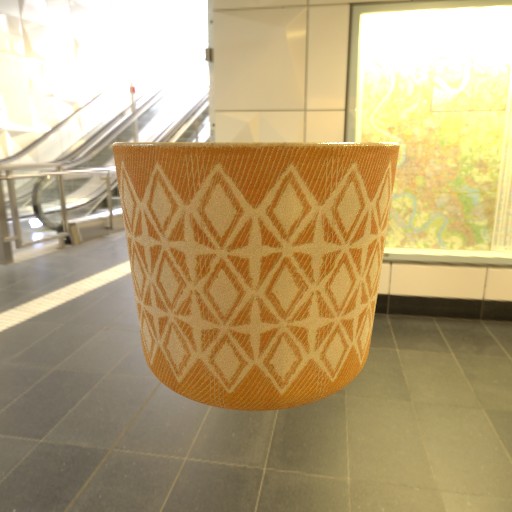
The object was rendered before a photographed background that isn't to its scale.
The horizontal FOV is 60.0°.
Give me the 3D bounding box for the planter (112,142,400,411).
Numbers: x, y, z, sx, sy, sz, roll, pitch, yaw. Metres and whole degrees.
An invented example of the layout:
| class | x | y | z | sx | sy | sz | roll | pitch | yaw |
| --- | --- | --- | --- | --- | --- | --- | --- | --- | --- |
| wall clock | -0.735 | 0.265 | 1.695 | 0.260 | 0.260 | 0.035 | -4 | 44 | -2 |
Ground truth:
| class | x | y | z | sx | sy | sz | roll | pitch | yaw |
| --- | --- | --- | --- | --- | --- | --- | --- | --- | --- |
| planter | 0.000 | 0.000 | 0.332 | 0.193 | 0.165 | 0.193 | 0 | 14 | 0 |
